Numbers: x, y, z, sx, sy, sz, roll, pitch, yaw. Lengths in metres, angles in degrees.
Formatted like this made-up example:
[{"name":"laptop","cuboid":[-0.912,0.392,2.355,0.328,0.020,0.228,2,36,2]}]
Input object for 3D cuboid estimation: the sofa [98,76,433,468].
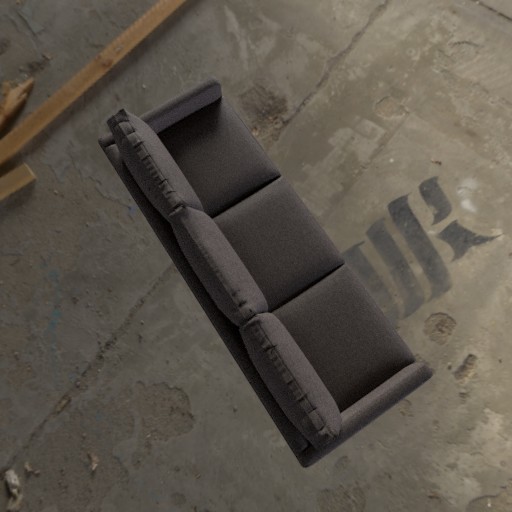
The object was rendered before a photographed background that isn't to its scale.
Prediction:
[{"name":"sofa","cuboid":[0.000,0.000,2.709,0.876,0.882,2.253,-32,78,-8]}]
